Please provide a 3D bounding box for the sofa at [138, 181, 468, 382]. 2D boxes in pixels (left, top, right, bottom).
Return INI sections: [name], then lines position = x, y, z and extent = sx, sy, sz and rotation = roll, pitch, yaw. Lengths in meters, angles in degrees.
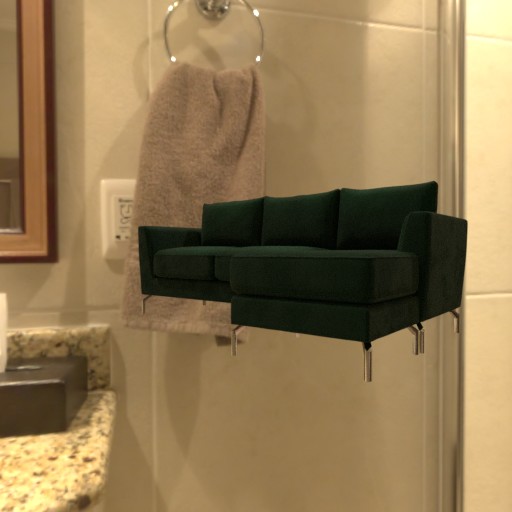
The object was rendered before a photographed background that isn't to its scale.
[sofa]
position = 0.000, 0.000, 3.122
extent = 2.441, 1.007, 1.489
rotation = 1, 1, 38
